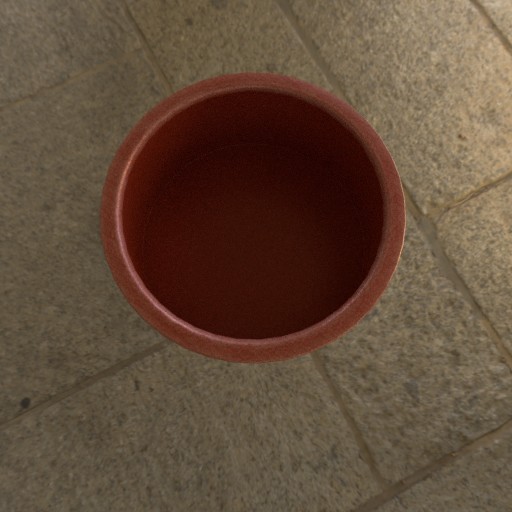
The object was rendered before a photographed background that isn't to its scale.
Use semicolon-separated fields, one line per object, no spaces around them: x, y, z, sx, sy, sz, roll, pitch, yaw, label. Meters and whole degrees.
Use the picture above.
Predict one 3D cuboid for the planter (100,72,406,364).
0.000;0.000;0.717;0.354;0.465;0.345;33;79;7;planter
